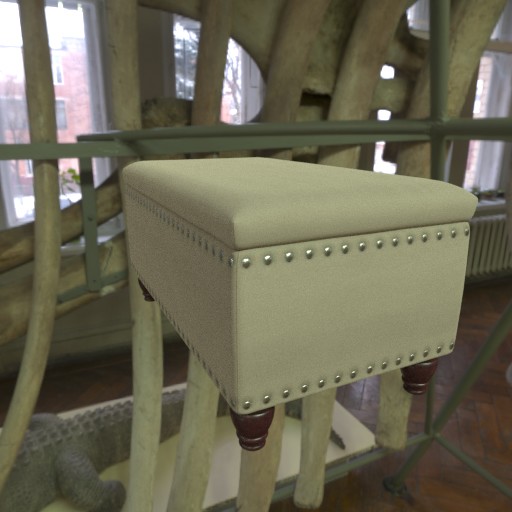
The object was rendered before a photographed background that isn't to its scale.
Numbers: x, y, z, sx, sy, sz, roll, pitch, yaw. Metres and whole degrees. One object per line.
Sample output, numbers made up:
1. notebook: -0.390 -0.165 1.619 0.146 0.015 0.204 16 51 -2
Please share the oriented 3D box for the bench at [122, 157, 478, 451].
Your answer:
1. bench: 0.000 0.000 1.154 0.500 0.449 0.887 -8 18 -25
